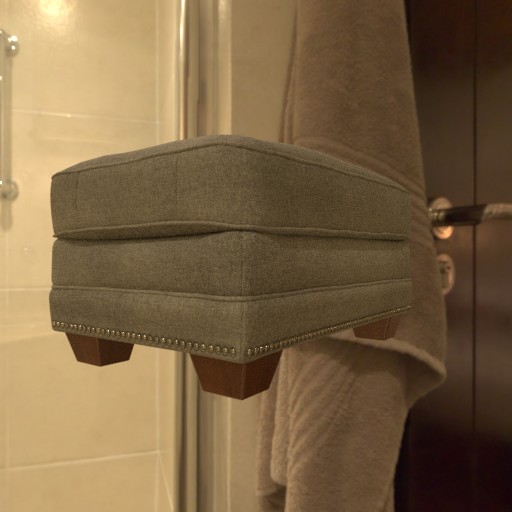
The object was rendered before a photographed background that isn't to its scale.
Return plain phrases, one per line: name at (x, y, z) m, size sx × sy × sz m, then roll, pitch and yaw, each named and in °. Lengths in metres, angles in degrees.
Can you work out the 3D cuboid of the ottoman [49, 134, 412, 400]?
ottoman at (0.000, 0.000, 1.105) m, size 0.561 × 0.457 × 0.813 m, roll 0°, pitch 0°, yaw 36°
